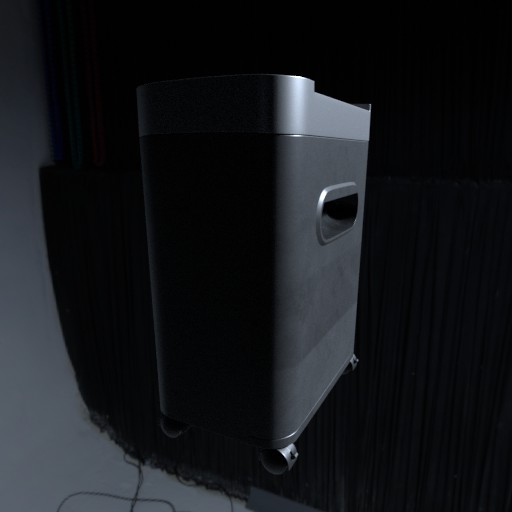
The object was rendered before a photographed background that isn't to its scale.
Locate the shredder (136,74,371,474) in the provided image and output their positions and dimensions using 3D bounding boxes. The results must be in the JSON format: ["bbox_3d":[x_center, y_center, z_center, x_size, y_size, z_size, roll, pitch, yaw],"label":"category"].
[{"bbox_3d":[0.000,0.000,0.610,0.237,0.419,0.311,7,15,27],"label":"shredder"}]
